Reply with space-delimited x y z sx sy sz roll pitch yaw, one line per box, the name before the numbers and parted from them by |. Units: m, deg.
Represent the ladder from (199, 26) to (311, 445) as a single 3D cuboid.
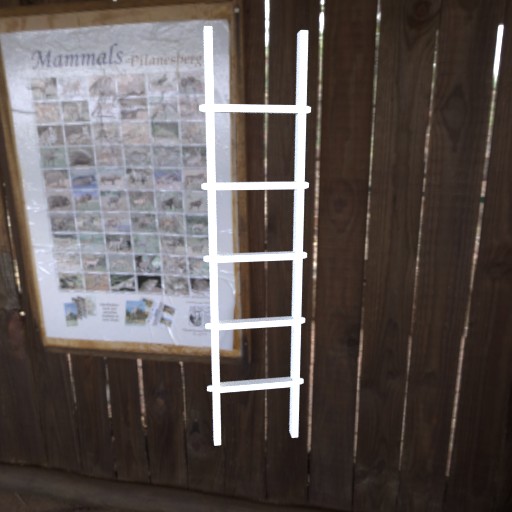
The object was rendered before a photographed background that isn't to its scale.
ladder | 0.000 0.000 1.922 0.452 1.797 0.051 -2 13 -9
